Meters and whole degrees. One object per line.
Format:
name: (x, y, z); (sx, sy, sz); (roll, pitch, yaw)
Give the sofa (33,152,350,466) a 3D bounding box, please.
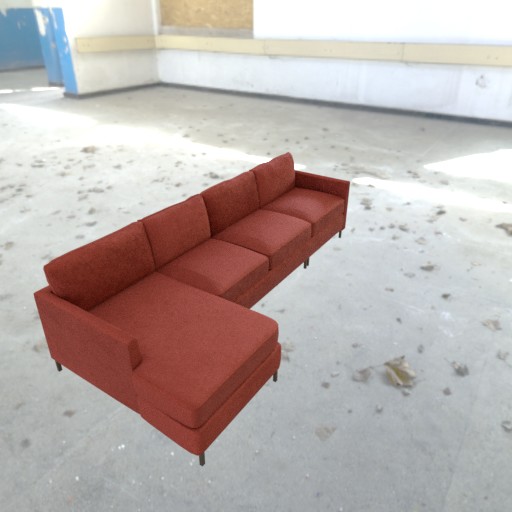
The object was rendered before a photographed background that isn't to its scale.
sofa: (0.000, 0.000, 4.012); (1.500, 0.967, 3.400); (18, 34, 29)
